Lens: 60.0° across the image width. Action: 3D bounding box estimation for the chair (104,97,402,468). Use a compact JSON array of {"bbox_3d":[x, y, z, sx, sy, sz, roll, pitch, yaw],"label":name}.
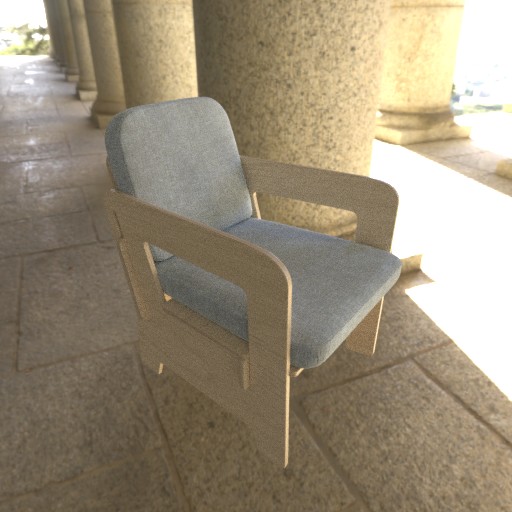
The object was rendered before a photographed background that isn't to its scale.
[{"bbox_3d":[0.000,0.000,1.274,0.710,0.800,0.590,19,33,32],"label":"chair"}]
